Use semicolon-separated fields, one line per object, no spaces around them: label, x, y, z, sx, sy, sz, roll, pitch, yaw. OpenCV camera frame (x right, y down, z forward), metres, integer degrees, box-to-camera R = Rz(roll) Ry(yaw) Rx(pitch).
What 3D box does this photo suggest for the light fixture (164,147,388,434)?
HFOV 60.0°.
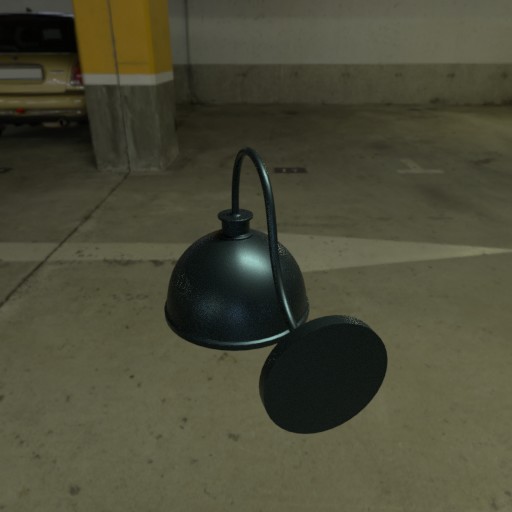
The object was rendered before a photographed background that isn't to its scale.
light fixture;0.000;0.000;0.629;0.253;0.295;0.467;-8;26;-16
